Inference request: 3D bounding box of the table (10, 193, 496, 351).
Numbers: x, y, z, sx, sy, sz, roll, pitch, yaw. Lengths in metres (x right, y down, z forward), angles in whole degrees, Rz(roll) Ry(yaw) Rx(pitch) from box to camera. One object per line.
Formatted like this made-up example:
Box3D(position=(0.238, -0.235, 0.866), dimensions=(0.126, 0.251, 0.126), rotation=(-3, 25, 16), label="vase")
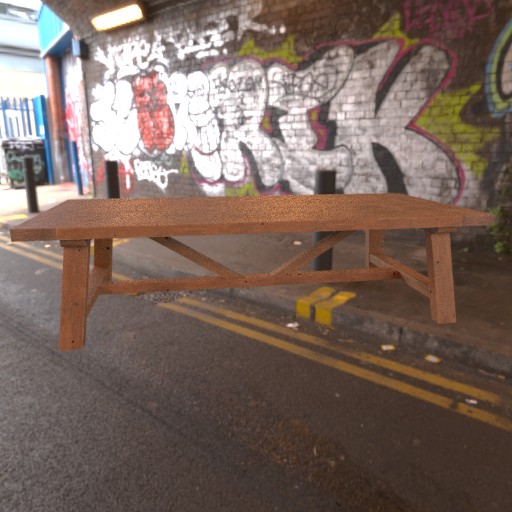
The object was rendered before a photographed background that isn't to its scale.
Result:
Box3D(position=(0.000, 0.000, 2.066), dimensions=(1.800, 0.465, 0.820), rotation=(-2, 14, -9), label="table")
